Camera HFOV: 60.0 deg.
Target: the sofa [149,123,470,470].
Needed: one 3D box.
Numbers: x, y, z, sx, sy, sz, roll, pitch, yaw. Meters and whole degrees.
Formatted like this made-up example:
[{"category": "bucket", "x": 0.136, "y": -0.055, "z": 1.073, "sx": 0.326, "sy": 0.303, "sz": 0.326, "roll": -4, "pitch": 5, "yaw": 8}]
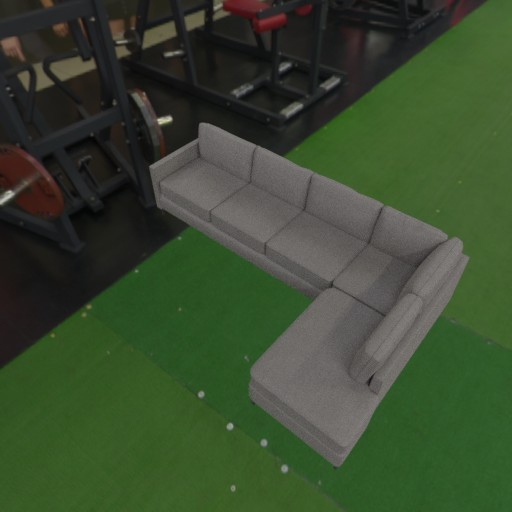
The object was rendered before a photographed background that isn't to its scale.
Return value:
[{"category": "sofa", "x": 0.000, "y": 0.000, "z": 4.307, "sx": 3.331, "sy": 0.964, "sz": 2.077, "roll": 31, "pitch": 53, "yaw": 27}]
